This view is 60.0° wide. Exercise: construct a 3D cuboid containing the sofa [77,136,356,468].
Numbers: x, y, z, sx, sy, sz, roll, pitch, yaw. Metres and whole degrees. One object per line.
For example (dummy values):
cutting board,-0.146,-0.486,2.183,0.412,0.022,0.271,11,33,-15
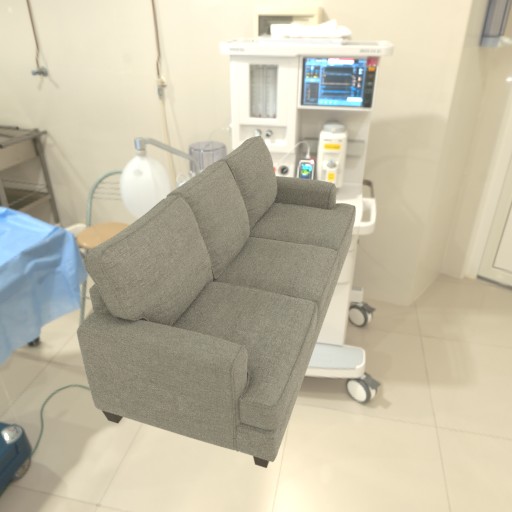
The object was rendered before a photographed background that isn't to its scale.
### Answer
sofa,0.000,0.000,2.706,0.951,0.965,2.158,10,31,17
